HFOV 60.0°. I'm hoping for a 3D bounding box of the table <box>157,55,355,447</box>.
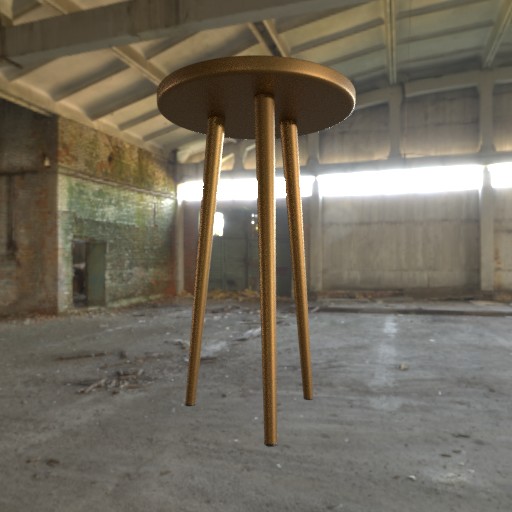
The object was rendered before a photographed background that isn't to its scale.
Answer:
[{"bbox_3d":[0.000,0.000,0.680,0.299,0.480,0.299,0,-1,18],"label":"table"}]
